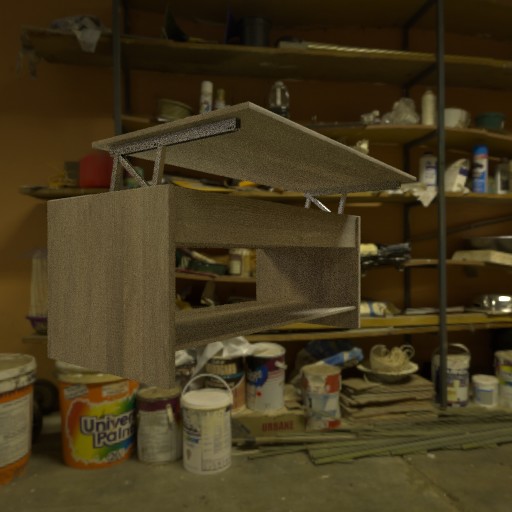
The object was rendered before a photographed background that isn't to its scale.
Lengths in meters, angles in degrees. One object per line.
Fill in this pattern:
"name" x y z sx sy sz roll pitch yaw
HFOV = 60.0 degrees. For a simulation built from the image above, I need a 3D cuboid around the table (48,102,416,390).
"table" 0.000 0.000 1.427 0.712 0.570 1.000 0 0 37
